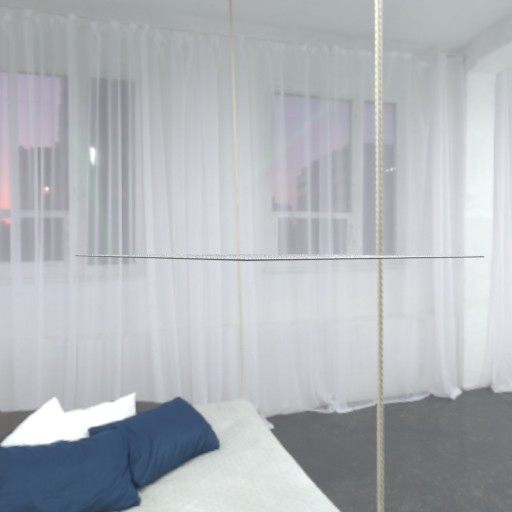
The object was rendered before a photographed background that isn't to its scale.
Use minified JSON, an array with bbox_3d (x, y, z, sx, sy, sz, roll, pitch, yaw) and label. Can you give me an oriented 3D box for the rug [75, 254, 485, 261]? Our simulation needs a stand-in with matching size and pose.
[{"bbox_3d":[0.000,0.000,4.116,2.438,0.012,3.048,0,1,-37],"label":"rug"}]
